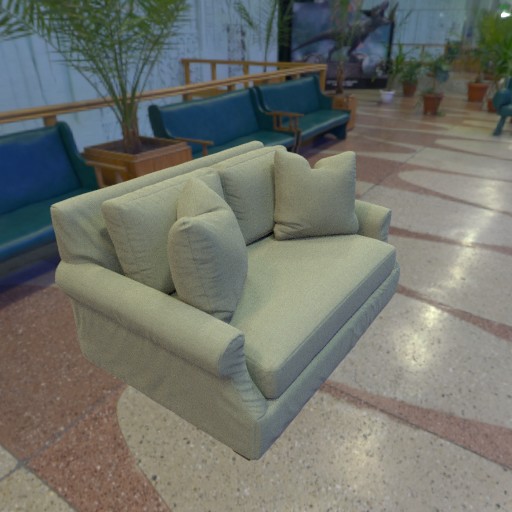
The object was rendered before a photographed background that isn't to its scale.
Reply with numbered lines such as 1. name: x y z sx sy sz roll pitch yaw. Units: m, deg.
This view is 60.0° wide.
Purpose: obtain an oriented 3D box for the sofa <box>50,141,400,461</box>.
1. sofa: 0.000 0.000 2.193 1.070 0.905 1.550 18 32 31
